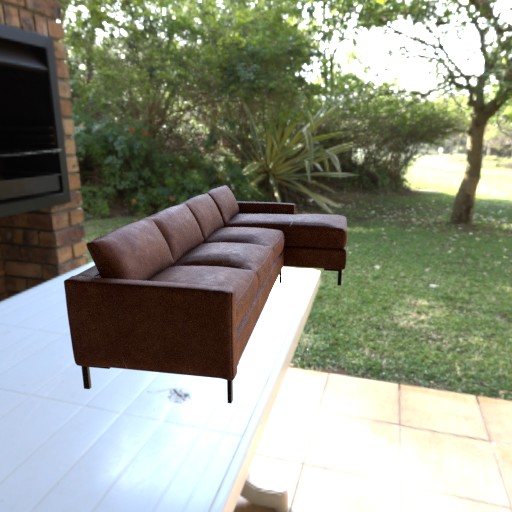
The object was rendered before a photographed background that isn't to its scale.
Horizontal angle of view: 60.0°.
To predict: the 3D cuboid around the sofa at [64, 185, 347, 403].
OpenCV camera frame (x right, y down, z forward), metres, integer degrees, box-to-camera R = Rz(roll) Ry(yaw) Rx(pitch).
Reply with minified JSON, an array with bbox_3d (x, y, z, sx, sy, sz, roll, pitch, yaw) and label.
[{"bbox_3d":[0.000,0.000,3.605,1.471,0.859,2.993,3,15,10],"label":"sofa"}]
